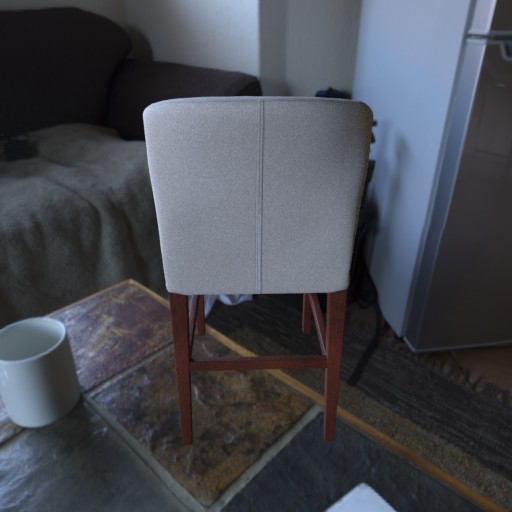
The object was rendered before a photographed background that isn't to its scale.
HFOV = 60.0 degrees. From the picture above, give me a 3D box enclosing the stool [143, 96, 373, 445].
[{"bbox_3d":[0.000,0.000,1.274,0.479,0.968,0.568,-1,30,-2],"label":"stool"}]
